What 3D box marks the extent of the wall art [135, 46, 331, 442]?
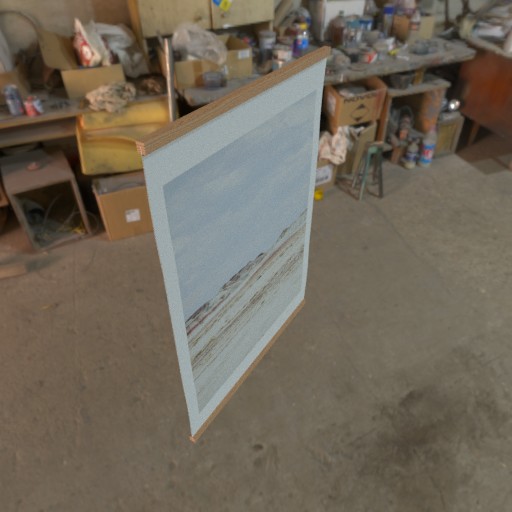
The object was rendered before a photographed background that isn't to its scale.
[{"bbox_3d":[0.000,0.000,1.328,0.020,1.016,0.739,22,44,25],"label":"wall art"}]
